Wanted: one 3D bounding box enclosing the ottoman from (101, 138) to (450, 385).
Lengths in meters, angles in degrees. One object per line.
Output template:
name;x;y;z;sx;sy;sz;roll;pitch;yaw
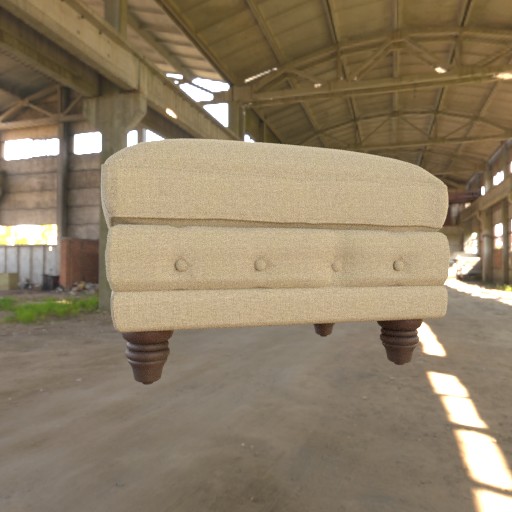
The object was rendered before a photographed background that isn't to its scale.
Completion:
ottoman;0.000;0.000;1.047;0.684;0.463;0.541;0;-1;-17
